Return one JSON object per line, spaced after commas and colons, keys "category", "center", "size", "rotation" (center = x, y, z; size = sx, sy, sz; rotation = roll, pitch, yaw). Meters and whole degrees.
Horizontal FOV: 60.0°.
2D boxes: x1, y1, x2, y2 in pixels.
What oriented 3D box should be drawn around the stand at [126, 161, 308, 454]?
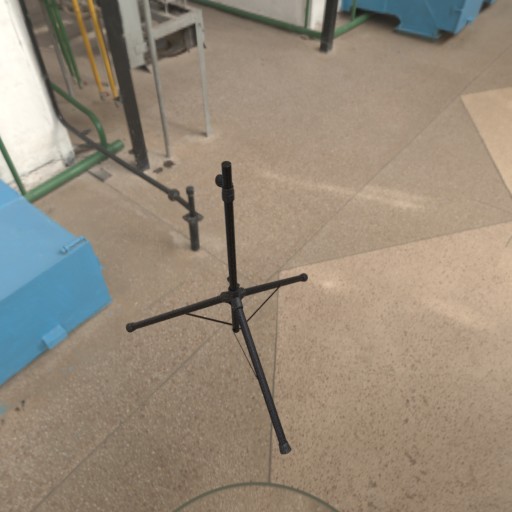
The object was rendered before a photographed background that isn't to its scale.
{"category": "stand", "center": [0.000, 0.000, 1.928], "size": [1.045, 1.136, 0.907], "rotation": [32, 55, 26]}
